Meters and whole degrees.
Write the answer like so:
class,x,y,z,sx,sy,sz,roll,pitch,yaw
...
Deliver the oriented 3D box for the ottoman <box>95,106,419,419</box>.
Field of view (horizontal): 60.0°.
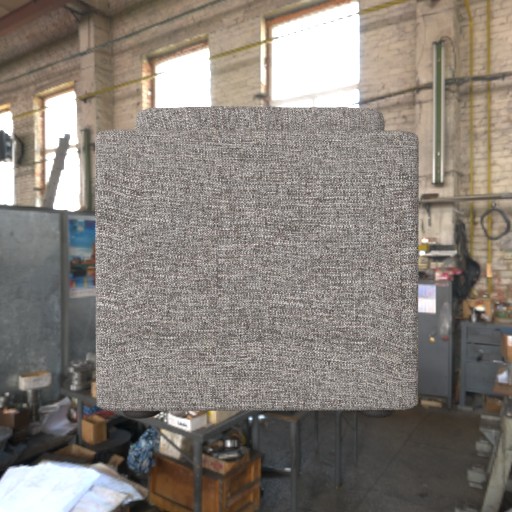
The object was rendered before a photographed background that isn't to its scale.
class,x,y,z,sx,sy,sz,roll,pitch,yaw
ottoman,0.000,0.000,0.825,0.450,0.460,0.450,0,1,-1
